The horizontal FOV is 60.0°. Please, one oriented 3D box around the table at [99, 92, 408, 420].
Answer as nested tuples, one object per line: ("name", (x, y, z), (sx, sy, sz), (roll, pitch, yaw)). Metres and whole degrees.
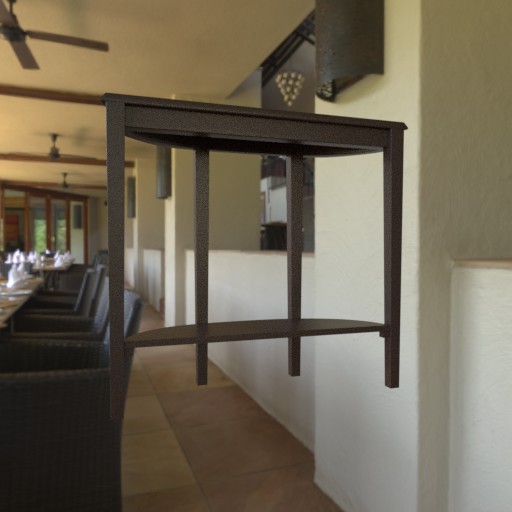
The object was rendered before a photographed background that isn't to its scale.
("table", (0.000, 0.000, 1.382), (0.909, 0.831, 0.274), (0, 1, -18))
